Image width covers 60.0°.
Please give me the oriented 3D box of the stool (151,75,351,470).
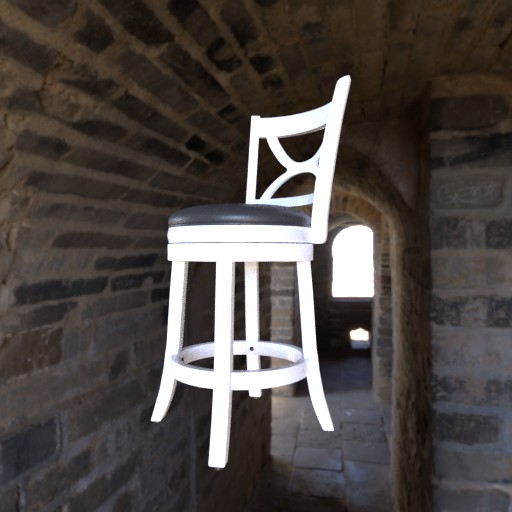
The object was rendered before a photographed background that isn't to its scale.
[{"bbox_3d":[0.000,0.000,1.266,0.508,0.953,0.444,0,1,-36],"label":"stool"}]
